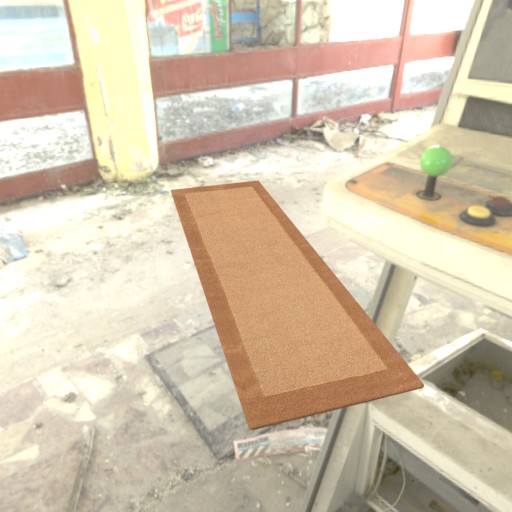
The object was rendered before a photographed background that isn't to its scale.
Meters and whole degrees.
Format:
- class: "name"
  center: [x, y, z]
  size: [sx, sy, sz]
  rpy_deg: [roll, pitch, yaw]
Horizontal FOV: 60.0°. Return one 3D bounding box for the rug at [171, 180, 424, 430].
- class: "rug"
  center: [0.000, 0.000, 2.764]
  size: [0.764, 0.017, 2.439]
  rpy_deg: [-9, 32, -14]
